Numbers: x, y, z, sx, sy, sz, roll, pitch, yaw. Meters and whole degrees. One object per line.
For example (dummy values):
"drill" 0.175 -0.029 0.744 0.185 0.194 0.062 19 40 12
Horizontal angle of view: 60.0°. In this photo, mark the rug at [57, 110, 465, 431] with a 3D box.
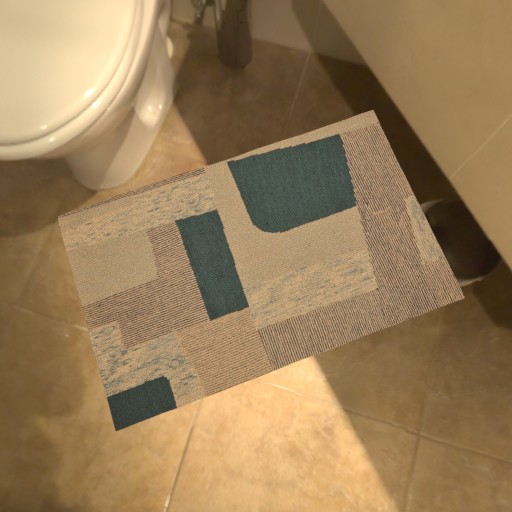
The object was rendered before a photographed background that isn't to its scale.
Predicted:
"rug" 0.000 0.000 3.051 2.436 0.015 1.521 -20 77 -5
